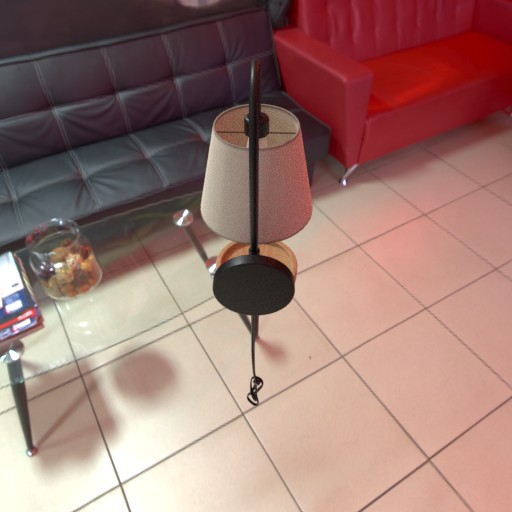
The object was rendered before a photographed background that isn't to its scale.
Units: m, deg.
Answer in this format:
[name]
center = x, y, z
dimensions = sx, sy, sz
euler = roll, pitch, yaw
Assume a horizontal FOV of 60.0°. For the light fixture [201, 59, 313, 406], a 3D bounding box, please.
[light fixture]
center = 0.000, 0.000, 0.922
dimensions = 0.220, 0.821, 0.299
euler = 1, 46, 1
